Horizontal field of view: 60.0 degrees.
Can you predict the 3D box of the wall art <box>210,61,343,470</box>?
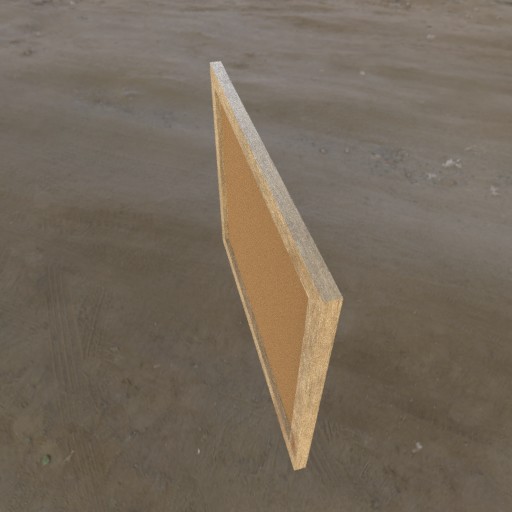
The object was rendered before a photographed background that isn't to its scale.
[{"bbox_3d":[0.000,0.000,0.928,0.026,0.535,0.690,-11,47,-10],"label":"wall art"}]
